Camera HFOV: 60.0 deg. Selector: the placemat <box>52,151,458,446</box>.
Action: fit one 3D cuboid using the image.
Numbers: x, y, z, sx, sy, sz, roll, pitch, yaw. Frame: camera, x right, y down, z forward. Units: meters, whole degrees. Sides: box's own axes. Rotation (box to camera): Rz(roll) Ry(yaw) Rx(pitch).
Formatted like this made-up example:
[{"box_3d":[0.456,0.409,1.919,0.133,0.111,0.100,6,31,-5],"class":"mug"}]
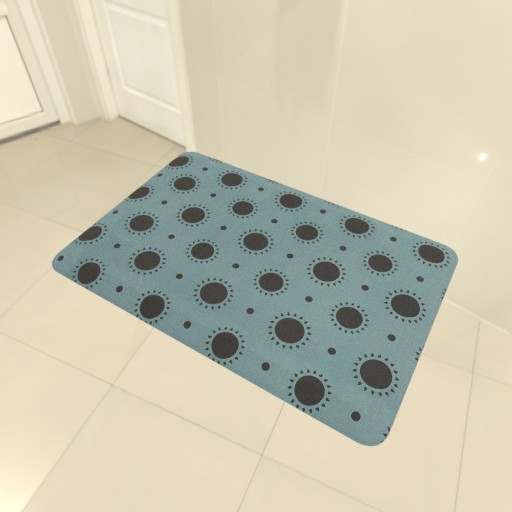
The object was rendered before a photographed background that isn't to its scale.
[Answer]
[{"box_3d":[0.000,0.000,0.965,0.762,0.021,0.508,24,52,20],"class":"placemat"}]
